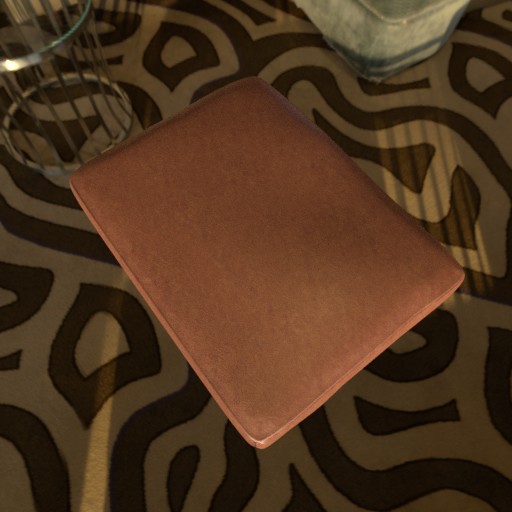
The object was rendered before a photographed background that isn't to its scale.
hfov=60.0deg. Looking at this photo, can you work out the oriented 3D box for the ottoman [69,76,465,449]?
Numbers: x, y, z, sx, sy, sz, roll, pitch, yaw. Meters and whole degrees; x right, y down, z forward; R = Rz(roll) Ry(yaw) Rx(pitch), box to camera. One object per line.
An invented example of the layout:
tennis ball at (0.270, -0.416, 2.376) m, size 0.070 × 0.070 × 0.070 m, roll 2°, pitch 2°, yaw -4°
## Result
ottoman at (0.000, 0.000, 1.273) m, size 0.650 × 0.485 × 0.851 m, roll -34°, pitch 69°, yaw -16°
